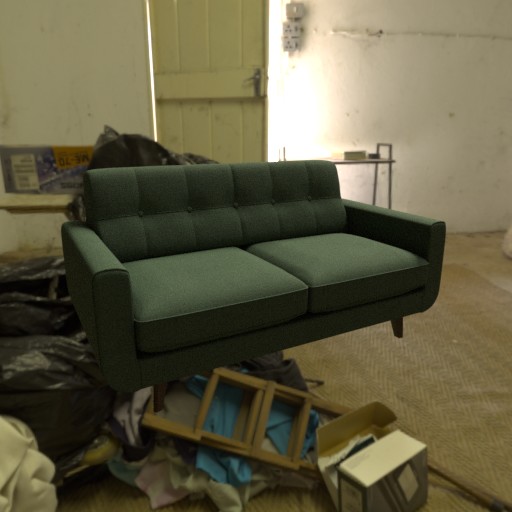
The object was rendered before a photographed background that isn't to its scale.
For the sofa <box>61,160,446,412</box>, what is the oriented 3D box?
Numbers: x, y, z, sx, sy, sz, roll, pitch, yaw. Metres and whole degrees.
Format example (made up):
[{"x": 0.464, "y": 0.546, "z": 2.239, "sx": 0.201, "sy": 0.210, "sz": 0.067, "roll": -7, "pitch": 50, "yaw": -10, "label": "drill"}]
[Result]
[{"x": 0.000, "y": 0.000, "z": 2.138, "sx": 1.631, "sy": 0.841, "sz": 0.909, "roll": -9, "pitch": 18, "yaw": -28, "label": "sofa"}]
